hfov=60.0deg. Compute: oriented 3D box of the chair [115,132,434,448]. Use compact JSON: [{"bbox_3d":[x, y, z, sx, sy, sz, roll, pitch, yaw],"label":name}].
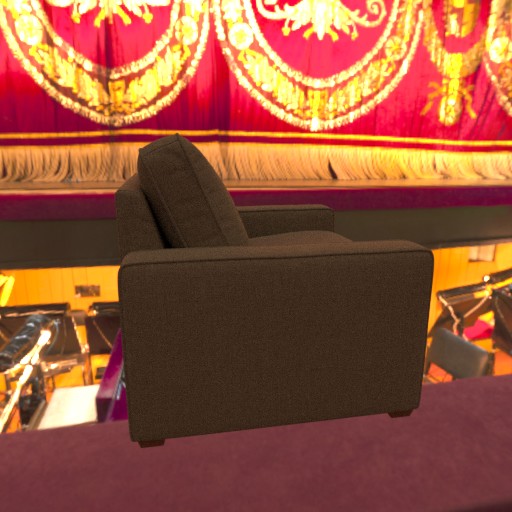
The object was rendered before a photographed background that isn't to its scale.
[{"bbox_3d":[0.000,0.000,1.735,0.940,0.919,1.017,-3,15,-10],"label":"chair"}]
